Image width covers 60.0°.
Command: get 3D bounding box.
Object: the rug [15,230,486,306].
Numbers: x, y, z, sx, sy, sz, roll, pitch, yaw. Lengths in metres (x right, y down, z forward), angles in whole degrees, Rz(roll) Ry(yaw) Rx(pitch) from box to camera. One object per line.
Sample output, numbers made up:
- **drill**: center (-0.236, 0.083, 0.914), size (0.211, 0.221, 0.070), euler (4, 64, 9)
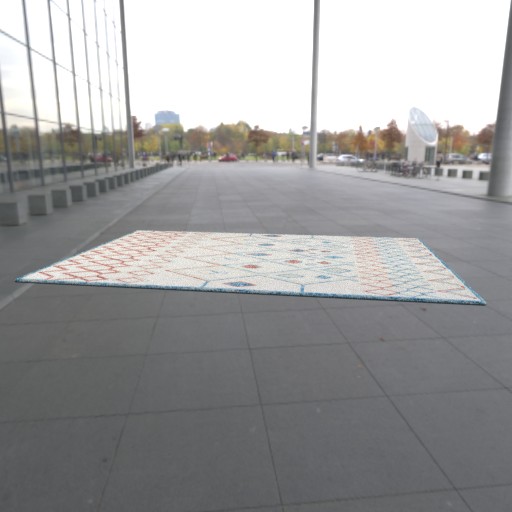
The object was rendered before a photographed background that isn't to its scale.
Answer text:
- **rug**: center (0.000, 0.000, 2.274), size (1.829, 0.016, 1.219), euler (2, 13, 9)
